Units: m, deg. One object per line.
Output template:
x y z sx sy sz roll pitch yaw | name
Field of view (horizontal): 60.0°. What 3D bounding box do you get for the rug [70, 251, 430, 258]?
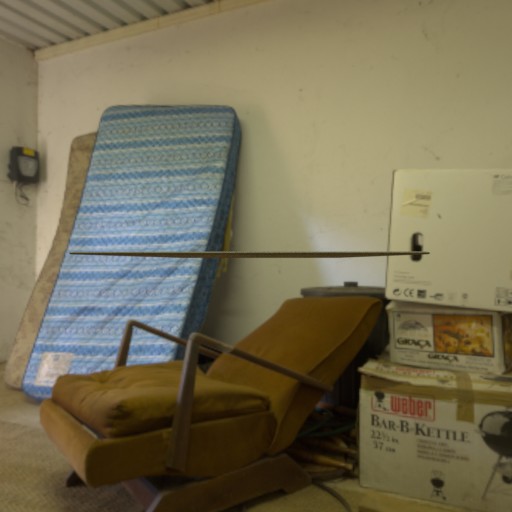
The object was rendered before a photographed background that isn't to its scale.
0.000 0.000 3.092 1.524 0.012 2.438 0 -1 2 | rug
